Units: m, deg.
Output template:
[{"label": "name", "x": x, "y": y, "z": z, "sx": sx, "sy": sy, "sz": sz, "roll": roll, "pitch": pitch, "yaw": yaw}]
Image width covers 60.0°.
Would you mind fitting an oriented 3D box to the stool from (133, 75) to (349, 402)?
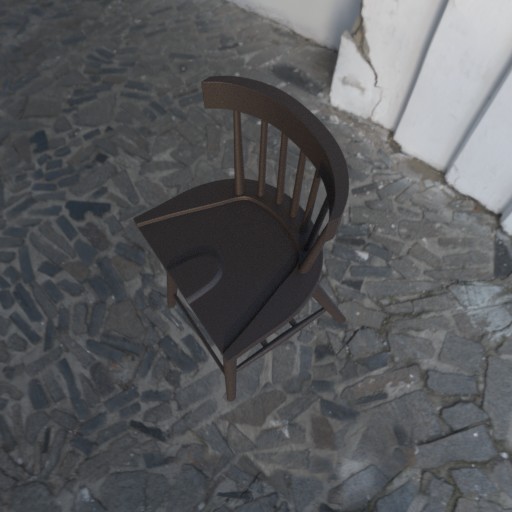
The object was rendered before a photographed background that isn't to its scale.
[{"label": "stool", "x": 0.000, "y": 0.000, "z": 1.325, "sx": 0.549, "sy": 0.953, "sz": 0.494, "roll": -31, "pitch": 67, "yaw": -15}]
